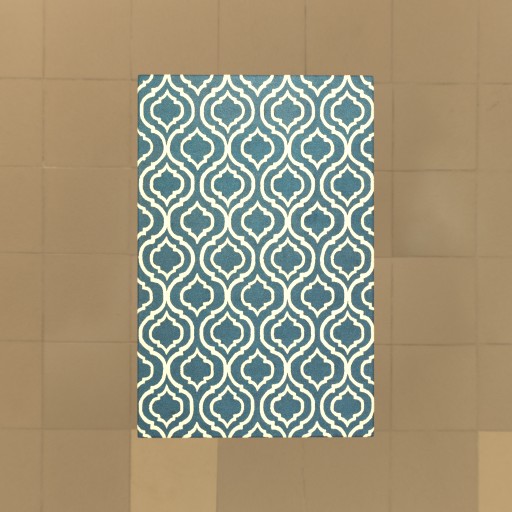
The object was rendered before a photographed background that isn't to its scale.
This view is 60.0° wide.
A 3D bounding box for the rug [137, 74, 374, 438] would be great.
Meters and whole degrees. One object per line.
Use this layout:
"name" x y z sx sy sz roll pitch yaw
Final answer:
"rug" 0.000 0.000 2.145 1.143 0.010 1.753 0 90 -1
